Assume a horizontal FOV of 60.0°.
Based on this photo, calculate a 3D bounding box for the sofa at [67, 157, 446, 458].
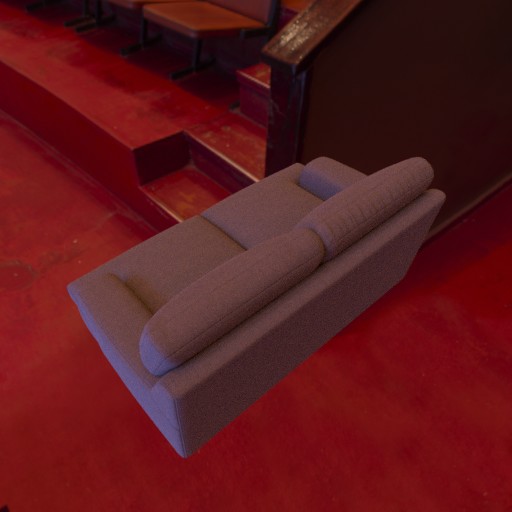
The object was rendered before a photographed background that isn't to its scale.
[{"bbox_3d":[0.000,0.000,2.500,1.869,0.950,1.140,-32,54,-28],"label":"sofa"}]
